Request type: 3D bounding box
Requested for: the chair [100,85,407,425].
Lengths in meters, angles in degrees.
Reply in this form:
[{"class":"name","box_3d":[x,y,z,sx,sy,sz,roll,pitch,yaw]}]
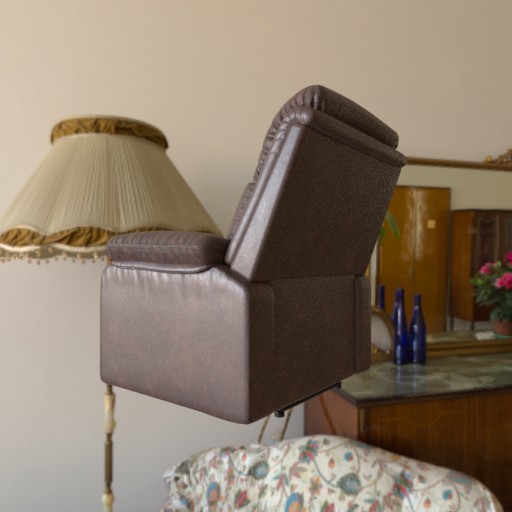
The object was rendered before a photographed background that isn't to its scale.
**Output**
[{"class":"chair","box_3d":[0.000,0.000,1.663,0.919,0.992,0.855,0,0,38]}]
